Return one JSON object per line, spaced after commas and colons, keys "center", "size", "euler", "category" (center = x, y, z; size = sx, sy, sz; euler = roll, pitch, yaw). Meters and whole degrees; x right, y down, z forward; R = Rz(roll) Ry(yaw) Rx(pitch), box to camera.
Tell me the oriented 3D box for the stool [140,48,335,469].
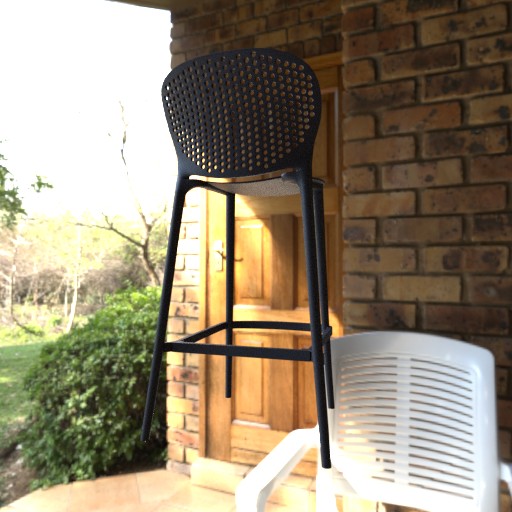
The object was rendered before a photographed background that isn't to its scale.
{"center": [0.000, 0.000, 1.377], "size": [0.536, 1.045, 0.535], "euler": [-1, -2, 19], "category": "stool"}
